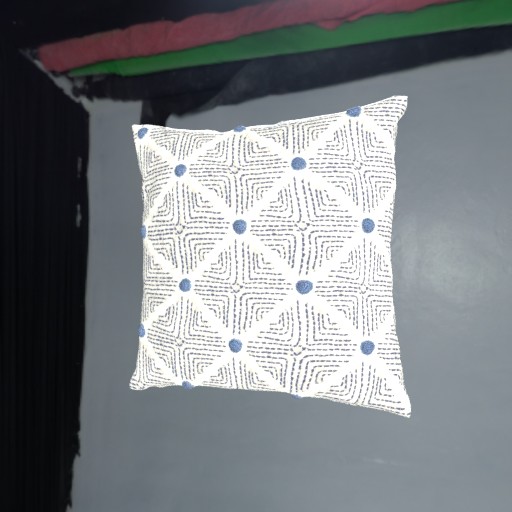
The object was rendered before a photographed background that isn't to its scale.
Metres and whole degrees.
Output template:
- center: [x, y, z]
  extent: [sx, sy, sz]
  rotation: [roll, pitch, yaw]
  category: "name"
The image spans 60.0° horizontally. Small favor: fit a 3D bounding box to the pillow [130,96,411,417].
- center: [0.000, 0.000, 0.776]
  extent: [0.510, 0.510, 0.145]
  rotation: [0, -1, 18]
  category: "pillow"
